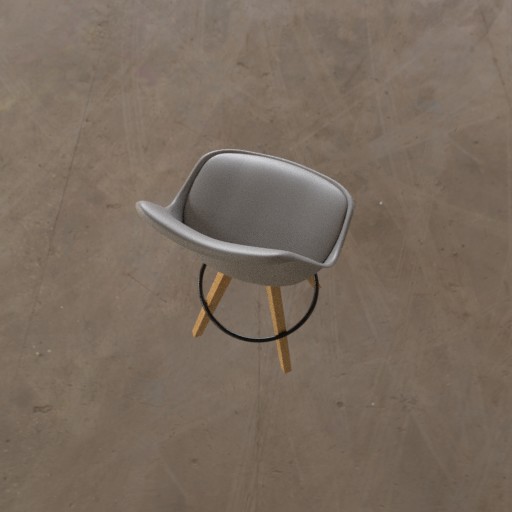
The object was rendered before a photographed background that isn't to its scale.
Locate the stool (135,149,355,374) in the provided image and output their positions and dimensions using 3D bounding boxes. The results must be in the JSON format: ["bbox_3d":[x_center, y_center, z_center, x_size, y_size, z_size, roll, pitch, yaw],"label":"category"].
[{"bbox_3d":[0.000,0.000,1.403,0.485,1.115,0.550,20,66,9],"label":"stool"}]
